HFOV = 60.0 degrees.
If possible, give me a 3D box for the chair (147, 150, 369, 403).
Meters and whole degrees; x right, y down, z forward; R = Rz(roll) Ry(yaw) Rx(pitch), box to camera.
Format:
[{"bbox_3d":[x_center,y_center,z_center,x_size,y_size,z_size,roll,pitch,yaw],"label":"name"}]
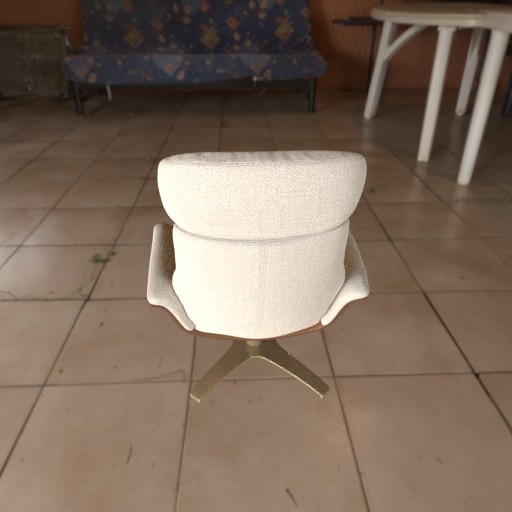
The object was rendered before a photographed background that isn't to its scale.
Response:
[{"bbox_3d":[0.000,0.000,1.628,0.785,0.995,0.837,-2,30,-3],"label":"chair"}]
